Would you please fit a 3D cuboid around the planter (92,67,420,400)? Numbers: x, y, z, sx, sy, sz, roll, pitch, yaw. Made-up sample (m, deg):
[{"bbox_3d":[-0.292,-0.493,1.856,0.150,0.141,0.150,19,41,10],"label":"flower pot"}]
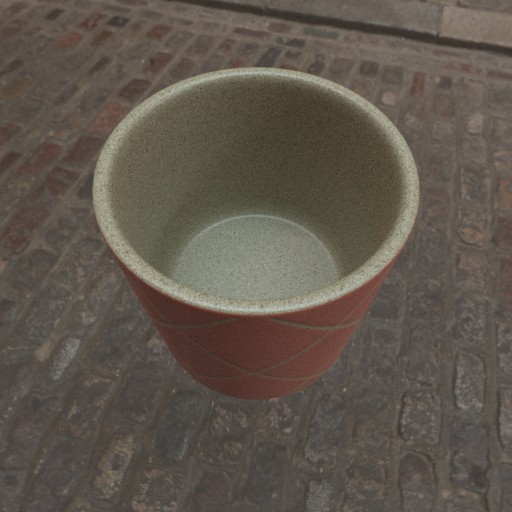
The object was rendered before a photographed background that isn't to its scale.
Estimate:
[{"bbox_3d":[0.000,0.000,0.346,0.191,0.200,0.191,0,58,0],"label":"planter"}]
